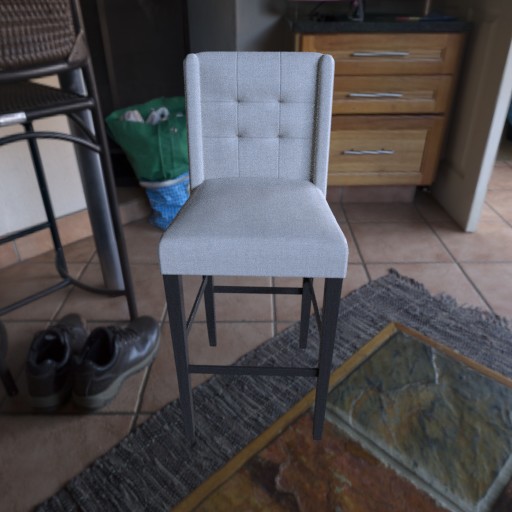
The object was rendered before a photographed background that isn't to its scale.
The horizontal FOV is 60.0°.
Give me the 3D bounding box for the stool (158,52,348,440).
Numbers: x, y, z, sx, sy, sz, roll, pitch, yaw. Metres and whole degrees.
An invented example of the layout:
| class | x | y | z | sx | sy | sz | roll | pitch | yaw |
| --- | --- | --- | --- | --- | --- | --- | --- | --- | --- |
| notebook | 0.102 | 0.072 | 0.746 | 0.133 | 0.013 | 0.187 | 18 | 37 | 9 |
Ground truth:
| class | x | y | z | sx | sy | sz | roll | pitch | yaw |
| --- | --- | --- | --- | --- | --- | --- | --- | --- | --- |
| stool | 0.000 | 0.000 | 1.384 | 0.474 | 1.116 | 0.509 | 1 | 31 | 2 |
